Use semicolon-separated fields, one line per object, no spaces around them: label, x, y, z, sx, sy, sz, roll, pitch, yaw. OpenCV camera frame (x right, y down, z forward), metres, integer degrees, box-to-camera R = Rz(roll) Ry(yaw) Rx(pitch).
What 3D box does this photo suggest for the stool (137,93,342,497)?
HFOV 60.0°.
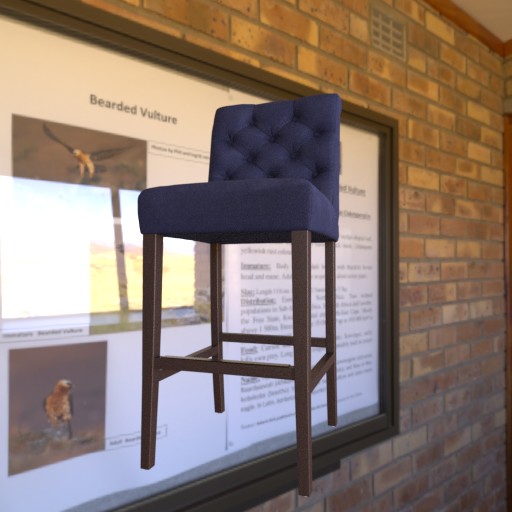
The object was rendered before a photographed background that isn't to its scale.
stool;0.000;0.000;1.381;0.493;1.140;0.601;0;-1;18
